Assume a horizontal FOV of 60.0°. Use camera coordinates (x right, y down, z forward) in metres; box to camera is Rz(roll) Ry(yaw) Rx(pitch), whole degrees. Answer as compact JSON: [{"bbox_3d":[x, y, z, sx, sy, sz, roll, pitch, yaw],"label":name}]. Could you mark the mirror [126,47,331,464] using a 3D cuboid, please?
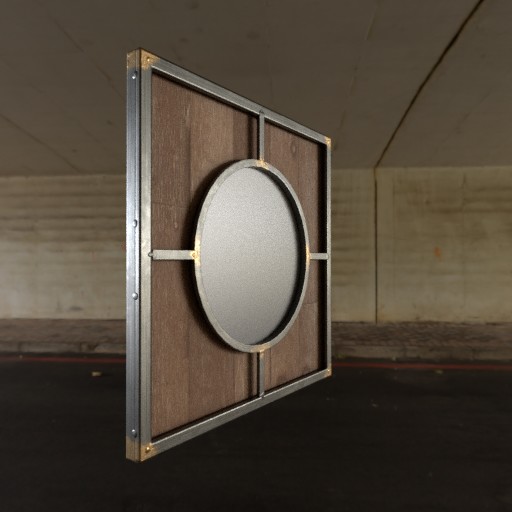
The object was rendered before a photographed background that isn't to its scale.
[{"bbox_3d":[0.000,0.000,0.563,0.020,0.381,0.382,0,0,37],"label":"mirror"}]
